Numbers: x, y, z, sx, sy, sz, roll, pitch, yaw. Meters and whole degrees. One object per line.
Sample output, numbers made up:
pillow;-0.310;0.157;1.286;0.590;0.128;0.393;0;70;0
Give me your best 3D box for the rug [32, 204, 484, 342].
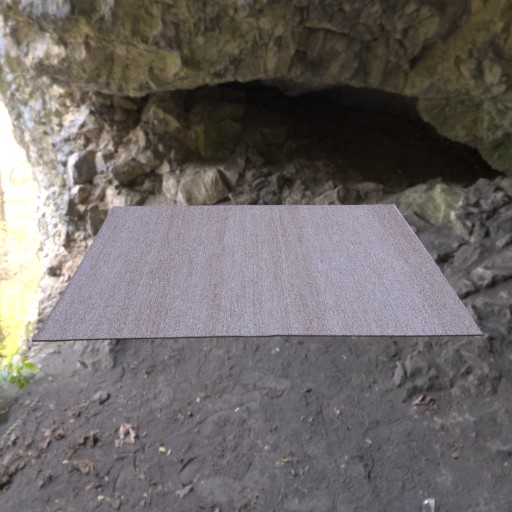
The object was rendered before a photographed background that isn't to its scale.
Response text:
rug;0.000;0.000;2.896;2.283;0.030;1.596;0;31;-1
